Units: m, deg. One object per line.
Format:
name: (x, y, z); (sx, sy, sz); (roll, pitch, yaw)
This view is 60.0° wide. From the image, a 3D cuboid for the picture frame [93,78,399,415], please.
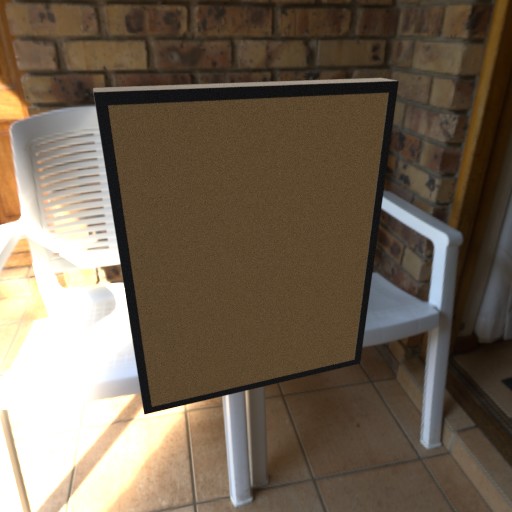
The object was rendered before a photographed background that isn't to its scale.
picture frame: (0.000, 0.000, 0.723); (0.421, 0.526, 0.046); (-9, 28, -16)
